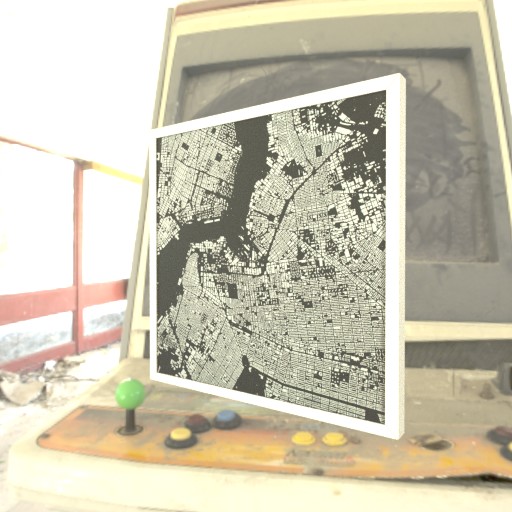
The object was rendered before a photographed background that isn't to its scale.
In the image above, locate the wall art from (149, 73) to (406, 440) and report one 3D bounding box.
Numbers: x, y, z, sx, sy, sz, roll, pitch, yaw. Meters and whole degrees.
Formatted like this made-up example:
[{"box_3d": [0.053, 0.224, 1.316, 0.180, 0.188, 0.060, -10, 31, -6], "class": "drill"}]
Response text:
[{"box_3d": [0.000, 0.000, 1.157, 0.761, 0.762, 0.050, 1, 1, 35], "class": "wall art"}]
